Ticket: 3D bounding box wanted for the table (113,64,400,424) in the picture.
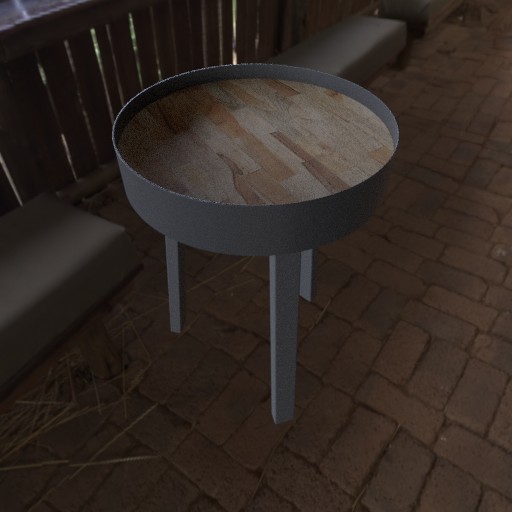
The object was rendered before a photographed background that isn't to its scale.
[{"bbox_3d":[0.000,0.000,0.839,0.406,0.559,0.406,0,45,0],"label":"table"}]
